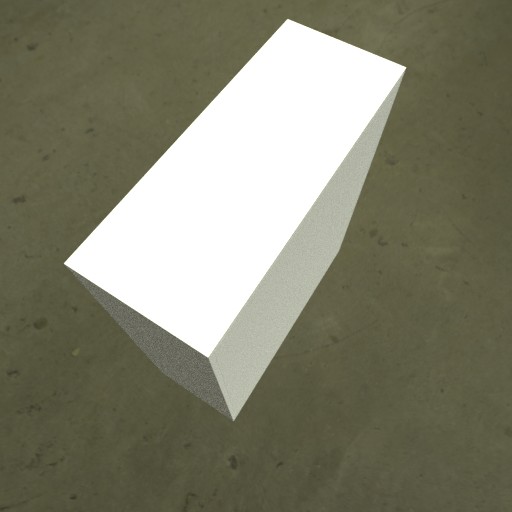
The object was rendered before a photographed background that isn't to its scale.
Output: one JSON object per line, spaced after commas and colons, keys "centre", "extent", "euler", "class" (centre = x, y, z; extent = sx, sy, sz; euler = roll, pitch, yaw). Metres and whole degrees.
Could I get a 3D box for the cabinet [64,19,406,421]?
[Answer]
{"centre": [0.000, 0.000, 1.679], "extent": [0.400, 1.190, 1.000], "euler": [30, 67, 14], "class": "cabinet"}
